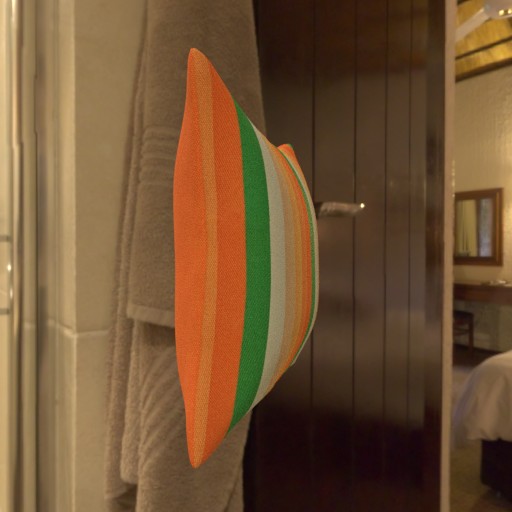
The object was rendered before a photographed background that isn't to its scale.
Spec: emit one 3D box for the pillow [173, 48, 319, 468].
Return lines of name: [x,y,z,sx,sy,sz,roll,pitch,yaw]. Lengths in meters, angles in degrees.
pillow: [0.000,0.000,0.681,0.169,0.444,0.453,0,1,17]
